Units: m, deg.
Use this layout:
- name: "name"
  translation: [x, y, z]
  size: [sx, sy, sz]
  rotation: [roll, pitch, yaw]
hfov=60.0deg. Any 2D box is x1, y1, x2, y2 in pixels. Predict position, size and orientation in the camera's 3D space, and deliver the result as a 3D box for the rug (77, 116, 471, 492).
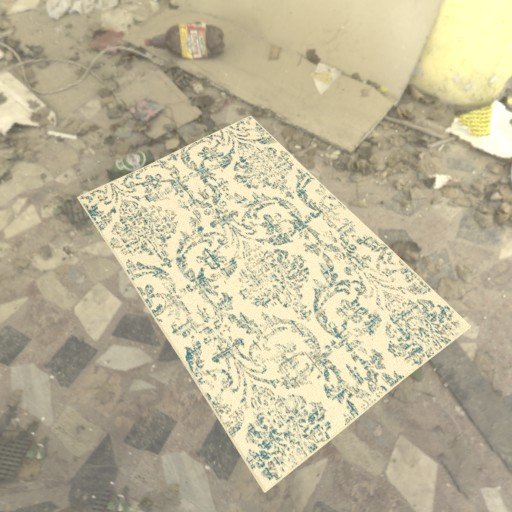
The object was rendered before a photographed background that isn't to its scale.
- name: "rug"
  translation: [0.000, 0.000, 2.320]
  size: [1.213, 0.012, 1.831]
  rotation: [-31, 62, -18]
